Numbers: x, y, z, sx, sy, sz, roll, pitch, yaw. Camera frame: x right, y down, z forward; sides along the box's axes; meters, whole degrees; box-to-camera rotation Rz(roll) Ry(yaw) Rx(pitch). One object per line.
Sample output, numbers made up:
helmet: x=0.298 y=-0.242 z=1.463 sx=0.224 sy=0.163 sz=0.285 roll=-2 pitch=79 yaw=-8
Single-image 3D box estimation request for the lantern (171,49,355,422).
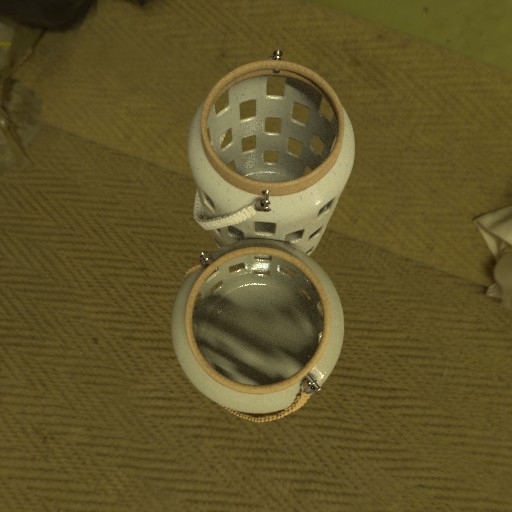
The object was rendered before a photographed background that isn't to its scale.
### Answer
lantern: x=0.000 y=0.000 z=0.491 sx=0.184 sy=0.255 sz=0.347 roll=4 pitch=74 yaw=1
